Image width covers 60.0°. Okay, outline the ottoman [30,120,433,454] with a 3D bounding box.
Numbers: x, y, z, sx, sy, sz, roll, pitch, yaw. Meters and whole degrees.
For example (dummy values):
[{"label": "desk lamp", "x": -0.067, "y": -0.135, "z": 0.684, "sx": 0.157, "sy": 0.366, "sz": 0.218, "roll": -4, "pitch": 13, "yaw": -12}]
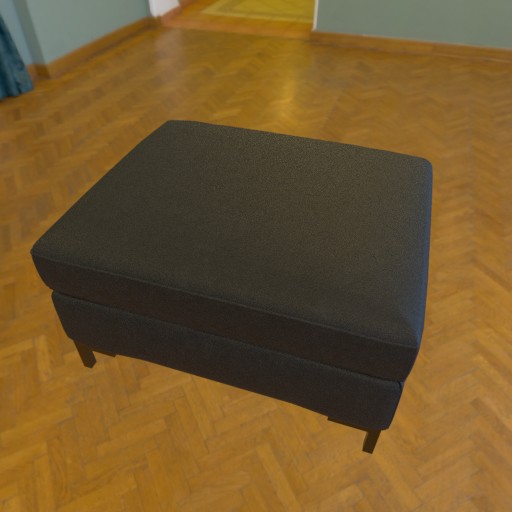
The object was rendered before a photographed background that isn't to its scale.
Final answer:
[{"label": "ottoman", "x": 0.000, "y": 0.000, "z": 1.733, "sx": 1.187, "sy": 0.696, "sz": 0.967, "roll": 12, "pitch": 43, "yaw": 13}]
